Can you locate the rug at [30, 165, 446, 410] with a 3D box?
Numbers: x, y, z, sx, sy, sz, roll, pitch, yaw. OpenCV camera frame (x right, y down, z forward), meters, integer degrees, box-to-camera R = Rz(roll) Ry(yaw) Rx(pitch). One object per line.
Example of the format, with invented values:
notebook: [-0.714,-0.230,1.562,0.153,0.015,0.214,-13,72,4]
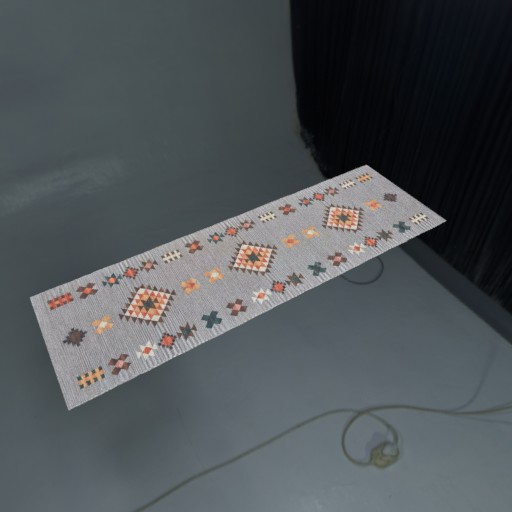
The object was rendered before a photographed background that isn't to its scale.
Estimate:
rug: [0.000,0.000,2.646,2.432,0.008,0.766,-24,50,-22]
